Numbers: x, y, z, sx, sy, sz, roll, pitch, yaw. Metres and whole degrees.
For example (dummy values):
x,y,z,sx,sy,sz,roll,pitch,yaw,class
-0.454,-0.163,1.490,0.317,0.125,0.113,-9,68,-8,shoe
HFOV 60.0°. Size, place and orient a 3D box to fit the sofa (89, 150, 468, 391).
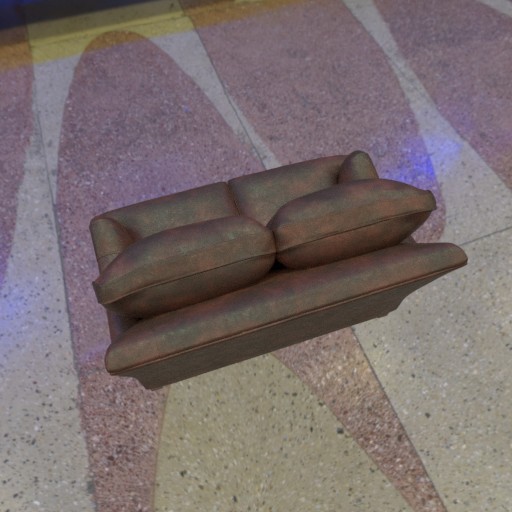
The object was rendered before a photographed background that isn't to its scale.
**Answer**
x,y,z,sx,sy,sz,roll,pitch,yaw,class
0.000,0.000,2.373,1.628,1.070,1.148,-16,60,-9,sofa
